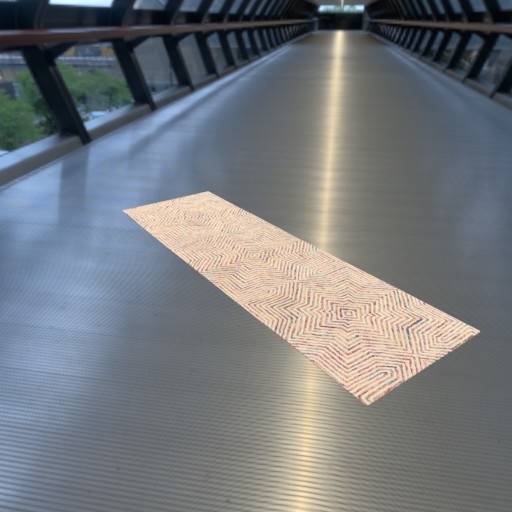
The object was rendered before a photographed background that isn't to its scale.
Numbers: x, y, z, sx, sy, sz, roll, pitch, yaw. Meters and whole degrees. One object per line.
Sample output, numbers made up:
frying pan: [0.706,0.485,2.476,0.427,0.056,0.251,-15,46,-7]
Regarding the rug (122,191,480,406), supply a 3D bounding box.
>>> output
rug: [0.000,0.000,2.704,0.771,0.009,2.443,-18,32,-32]
